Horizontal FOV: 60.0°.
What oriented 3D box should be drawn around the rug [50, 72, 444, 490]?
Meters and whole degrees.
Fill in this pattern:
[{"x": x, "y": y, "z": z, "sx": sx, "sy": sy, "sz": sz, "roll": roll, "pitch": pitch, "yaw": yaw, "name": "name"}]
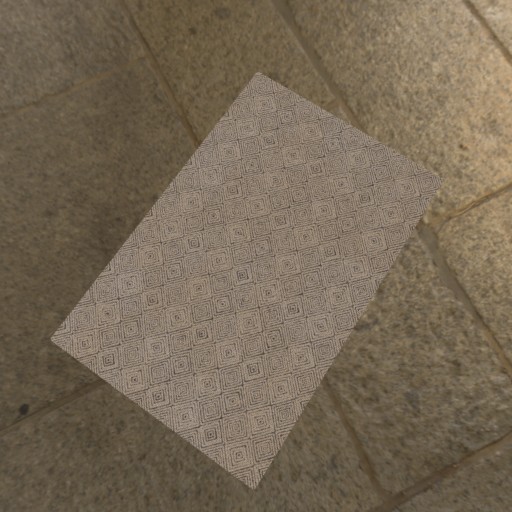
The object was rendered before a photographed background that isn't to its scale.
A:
[{"x": 0.000, "y": 0.000, "z": 2.221, "sx": 1.175, "sy": 0.008, "sz": 1.783, "roll": 33, "pitch": 78, "yaw": 8, "name": "rug"}]
